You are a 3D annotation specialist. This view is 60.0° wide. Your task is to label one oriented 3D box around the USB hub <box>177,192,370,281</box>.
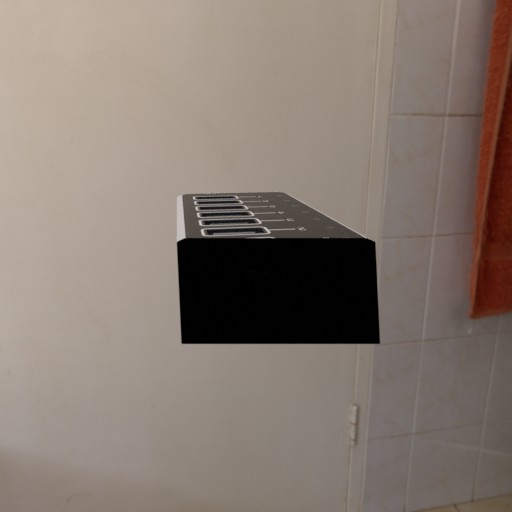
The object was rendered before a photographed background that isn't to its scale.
[{"bbox_3d":[0.000,0.000,0.128,0.044,0.023,0.110,-3,16,-9],"label":"USB hub"}]
